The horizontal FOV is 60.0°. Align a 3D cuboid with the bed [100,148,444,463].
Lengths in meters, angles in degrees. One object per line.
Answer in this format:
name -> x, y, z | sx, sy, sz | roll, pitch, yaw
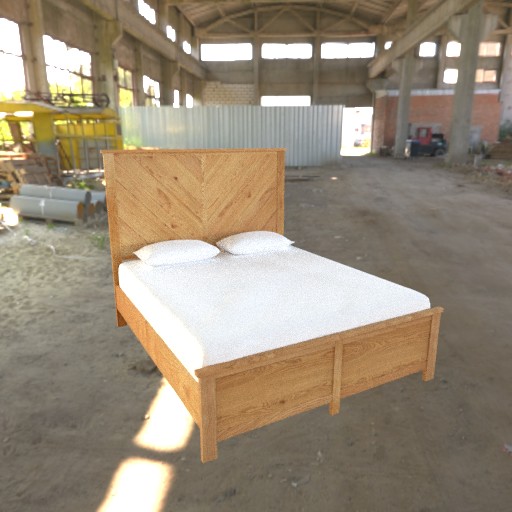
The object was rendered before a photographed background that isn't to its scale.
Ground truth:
bed -> 0.000, 0.000, 4.217 | 2.225, 1.938, 2.530 | -8, 17, -28
